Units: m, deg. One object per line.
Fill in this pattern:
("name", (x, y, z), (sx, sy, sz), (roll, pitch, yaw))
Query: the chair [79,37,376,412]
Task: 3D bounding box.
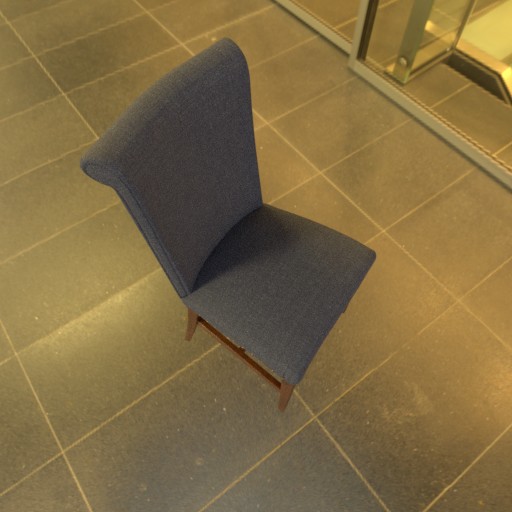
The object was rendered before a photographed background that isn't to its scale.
("chair", (0.000, 0.000, 1.351), (0.608, 0.988, 0.513), (30, 63, 17))
